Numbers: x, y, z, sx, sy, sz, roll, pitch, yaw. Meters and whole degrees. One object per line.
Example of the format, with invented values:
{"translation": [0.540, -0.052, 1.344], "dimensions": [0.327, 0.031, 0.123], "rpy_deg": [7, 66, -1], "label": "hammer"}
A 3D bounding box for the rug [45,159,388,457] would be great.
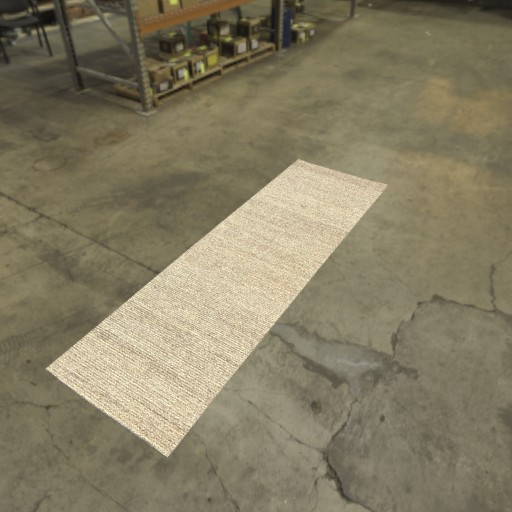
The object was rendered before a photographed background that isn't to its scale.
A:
{"translation": [0.000, 0.000, 2.620], "dimensions": [0.741, 0.014, 2.390], "rpy_deg": [23, 46, 25], "label": "rug"}
